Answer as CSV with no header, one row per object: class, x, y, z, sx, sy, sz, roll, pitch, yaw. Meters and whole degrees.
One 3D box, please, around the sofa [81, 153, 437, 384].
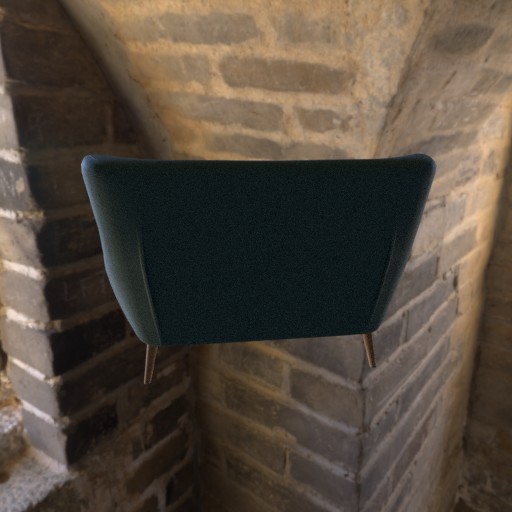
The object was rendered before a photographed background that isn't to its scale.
sofa,0.000,0.000,1.962,1.397,0.889,0.889,-2,14,-8
